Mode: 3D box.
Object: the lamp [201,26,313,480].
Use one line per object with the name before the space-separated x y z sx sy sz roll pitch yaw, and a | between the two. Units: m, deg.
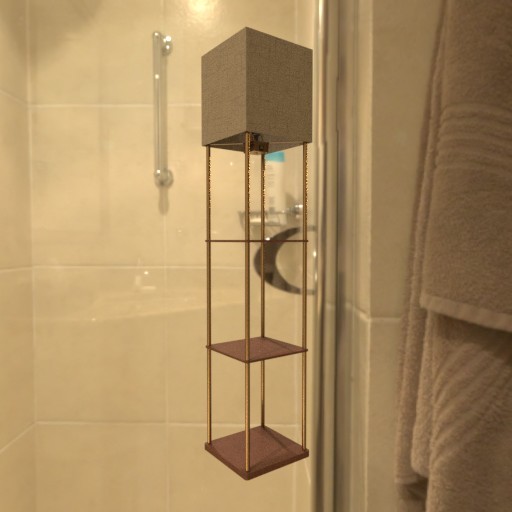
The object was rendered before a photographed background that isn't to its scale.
lamp | 0.000 0.000 1.742 0.310 1.569 0.308 -2 3 -36
